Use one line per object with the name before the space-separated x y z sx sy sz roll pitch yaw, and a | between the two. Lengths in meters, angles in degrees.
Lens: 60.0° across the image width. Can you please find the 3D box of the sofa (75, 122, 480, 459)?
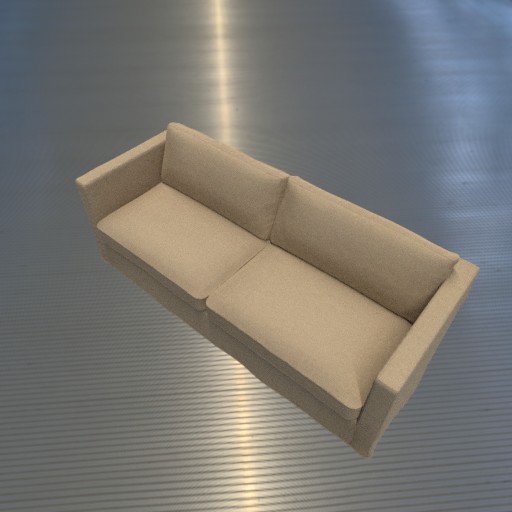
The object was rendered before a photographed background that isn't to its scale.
sofa | 0.000 0.000 2.768 2.312 0.853 0.962 31 54 26
